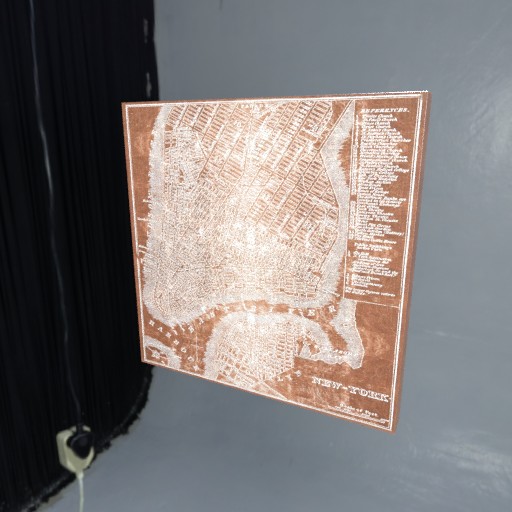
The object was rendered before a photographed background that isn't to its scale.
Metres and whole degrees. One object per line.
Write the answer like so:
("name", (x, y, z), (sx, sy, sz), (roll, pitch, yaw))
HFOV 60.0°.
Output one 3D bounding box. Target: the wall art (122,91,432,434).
("wall art", (0.000, 0.000, 0.599), (0.403, 0.403, 0.035), (8, 17, 26))
